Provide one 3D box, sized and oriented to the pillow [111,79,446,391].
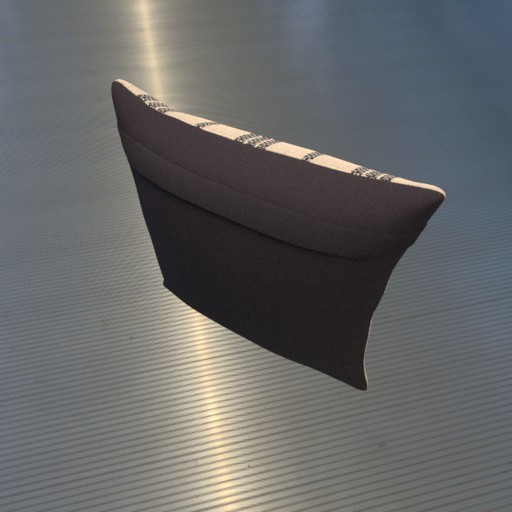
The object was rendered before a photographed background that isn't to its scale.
[{"bbox_3d":[0.000,0.000,0.615,0.405,0.406,0.173,25,53,20],"label":"pillow"}]
